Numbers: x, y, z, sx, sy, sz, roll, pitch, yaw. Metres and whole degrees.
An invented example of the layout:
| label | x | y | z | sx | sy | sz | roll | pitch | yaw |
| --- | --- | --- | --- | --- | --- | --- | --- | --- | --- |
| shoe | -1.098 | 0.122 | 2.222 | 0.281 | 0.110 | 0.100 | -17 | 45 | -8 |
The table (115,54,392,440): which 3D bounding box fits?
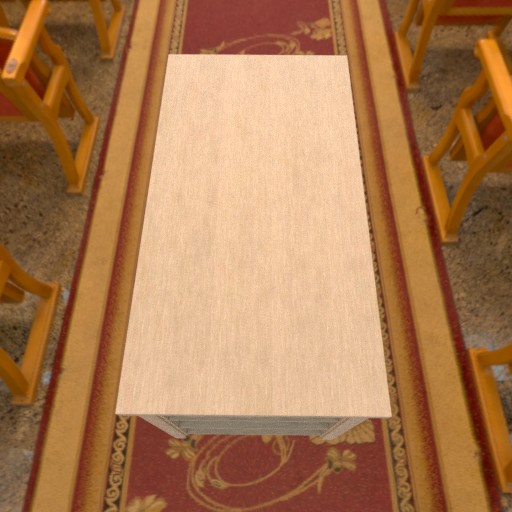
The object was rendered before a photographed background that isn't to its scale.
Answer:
| label | x | y | z | sx | sy | sz | roll | pitch | yaw |
| --- | --- | --- | --- | --- | --- | --- | --- | --- | --- |
| table | 0.000 | 0.000 | 1.877 | 0.729 | 0.874 | 1.397 | 1 | 63 | 0 |
